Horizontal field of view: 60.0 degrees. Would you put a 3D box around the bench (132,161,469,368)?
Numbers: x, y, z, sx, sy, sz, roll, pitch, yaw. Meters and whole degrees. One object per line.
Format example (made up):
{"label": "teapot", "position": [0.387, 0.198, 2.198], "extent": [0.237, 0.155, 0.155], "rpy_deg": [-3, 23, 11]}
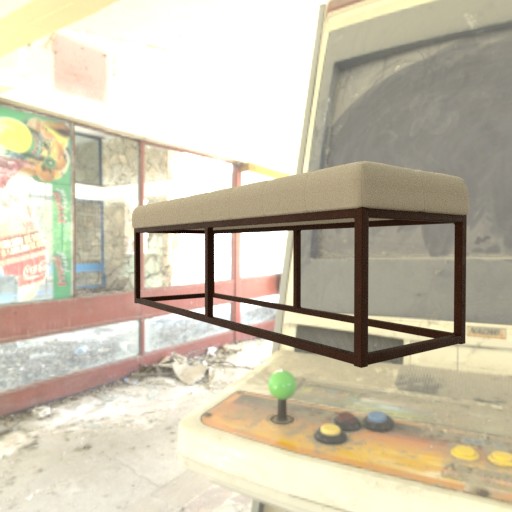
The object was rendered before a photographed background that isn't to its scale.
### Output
{"label": "bench", "position": [0.000, 0.000, 1.744], "extent": [0.479, 0.488, 1.488], "rpy_deg": [-1, 1, -36]}
